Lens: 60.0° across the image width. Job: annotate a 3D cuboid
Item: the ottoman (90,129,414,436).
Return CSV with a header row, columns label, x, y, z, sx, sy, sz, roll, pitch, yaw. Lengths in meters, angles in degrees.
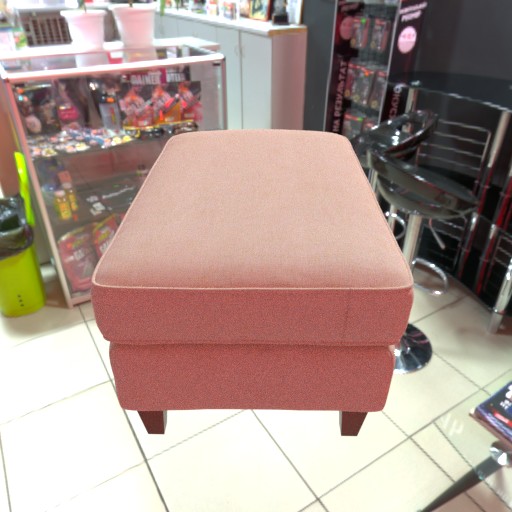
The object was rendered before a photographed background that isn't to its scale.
label,x,y,z,sx,sy,sz,roll,pitch,yaw
ottoman,0.000,0.000,1.207,0.583,0.484,0.862,1,33,1
